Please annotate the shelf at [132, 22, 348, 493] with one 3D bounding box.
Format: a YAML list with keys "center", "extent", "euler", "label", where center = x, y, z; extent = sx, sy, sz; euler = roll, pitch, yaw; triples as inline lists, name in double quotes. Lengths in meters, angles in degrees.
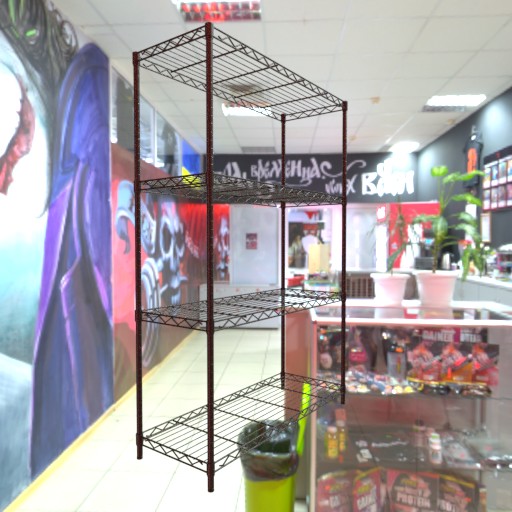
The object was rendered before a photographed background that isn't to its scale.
- center: [0.000, 0.000, 1.740]
  extent: [0.352, 1.361, 0.907]
  euler: [1, 2, 37]
  label: "shelf"
